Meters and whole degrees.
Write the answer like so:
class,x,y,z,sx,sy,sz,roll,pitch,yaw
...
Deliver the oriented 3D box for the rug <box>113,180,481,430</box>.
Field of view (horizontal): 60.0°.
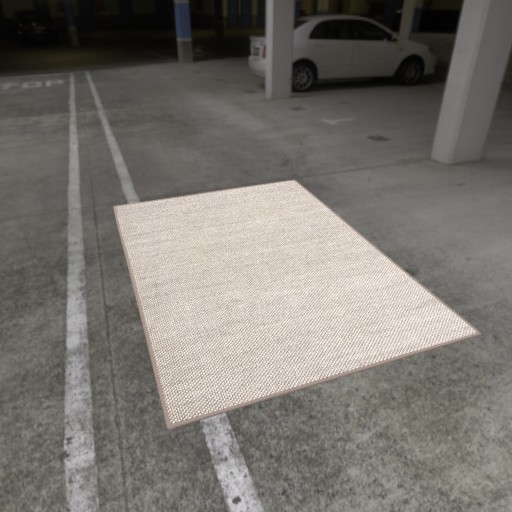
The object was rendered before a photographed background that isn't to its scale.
class,x,y,z,sx,sy,sz,roll,pitch,yaw
rug,0.000,0.000,2.733,1.517,0.013,2.115,-11,33,-18
